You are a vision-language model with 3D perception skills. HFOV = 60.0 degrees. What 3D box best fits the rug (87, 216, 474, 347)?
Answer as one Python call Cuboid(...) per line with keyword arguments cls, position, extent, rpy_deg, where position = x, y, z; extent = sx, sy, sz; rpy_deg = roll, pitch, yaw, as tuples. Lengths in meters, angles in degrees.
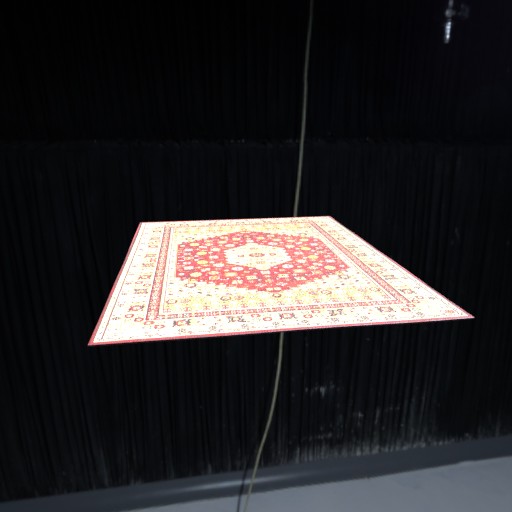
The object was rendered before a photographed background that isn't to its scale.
Cuboid(cls="rug", position=(0.000, 0.000, 4.112), extent=(2.387, 0.013, 3.053), rpy_deg=(-3, 18, -8))
